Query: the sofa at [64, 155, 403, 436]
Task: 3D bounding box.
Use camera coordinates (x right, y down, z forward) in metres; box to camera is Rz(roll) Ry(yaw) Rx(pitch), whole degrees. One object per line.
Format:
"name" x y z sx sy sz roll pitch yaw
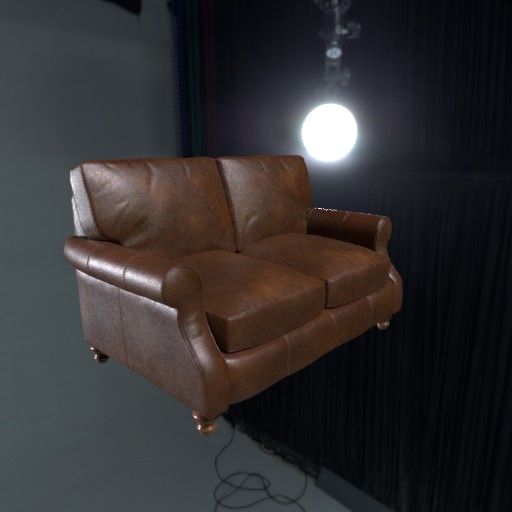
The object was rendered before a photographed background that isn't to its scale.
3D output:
"sofa" 0.000 0.000 2.247 0.990 0.976 1.616 13 19 42
